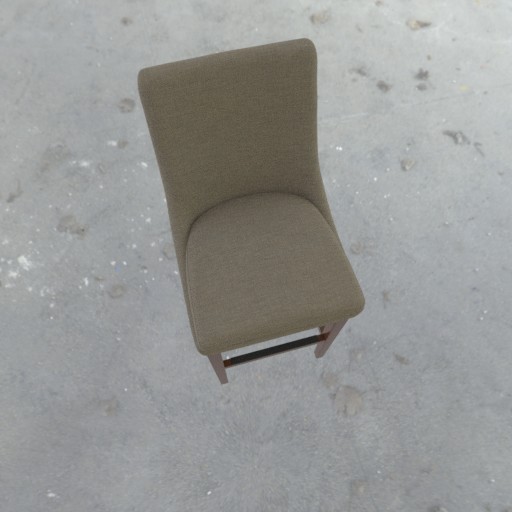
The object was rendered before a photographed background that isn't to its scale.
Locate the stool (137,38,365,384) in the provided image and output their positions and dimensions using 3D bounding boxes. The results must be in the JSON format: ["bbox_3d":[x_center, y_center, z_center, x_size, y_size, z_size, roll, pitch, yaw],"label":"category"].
[{"bbox_3d":[0.000,0.000,1.375,0.470,1.078,0.577,-14,65,-6],"label":"stool"}]
